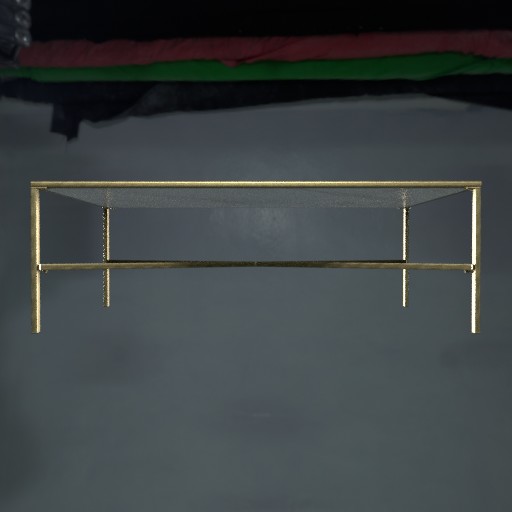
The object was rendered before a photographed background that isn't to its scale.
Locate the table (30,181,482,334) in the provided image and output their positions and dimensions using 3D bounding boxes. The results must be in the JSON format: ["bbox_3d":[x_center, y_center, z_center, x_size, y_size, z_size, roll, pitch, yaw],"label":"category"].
[{"bbox_3d":[0.000,0.000,1.464,1.197,0.405,0.577,0,1,0],"label":"table"}]
